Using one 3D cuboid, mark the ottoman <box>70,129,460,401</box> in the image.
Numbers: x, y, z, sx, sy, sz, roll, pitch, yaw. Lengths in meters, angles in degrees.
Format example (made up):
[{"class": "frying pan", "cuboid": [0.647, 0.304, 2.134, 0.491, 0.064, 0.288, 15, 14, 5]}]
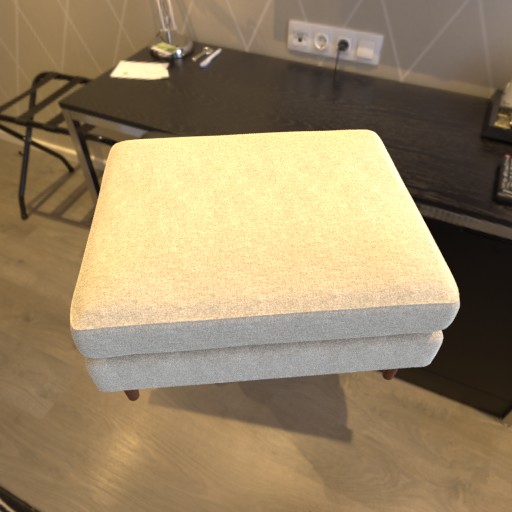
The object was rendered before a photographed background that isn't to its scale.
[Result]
[{"class": "ottoman", "cuboid": [0.000, 0.000, 1.250, 0.821, 0.474, 0.693, -4, 46, -3]}]
